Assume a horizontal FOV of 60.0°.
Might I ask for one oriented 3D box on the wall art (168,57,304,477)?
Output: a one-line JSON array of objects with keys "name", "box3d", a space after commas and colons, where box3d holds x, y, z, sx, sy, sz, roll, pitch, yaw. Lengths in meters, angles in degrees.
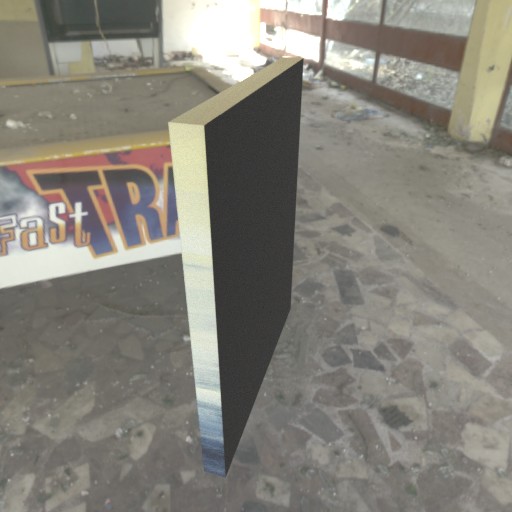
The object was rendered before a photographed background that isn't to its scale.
[{"name": "wall art", "box3d": [0.000, 0.000, 0.813, 0.040, 0.608, 0.489, 9, 33, 14]}]
